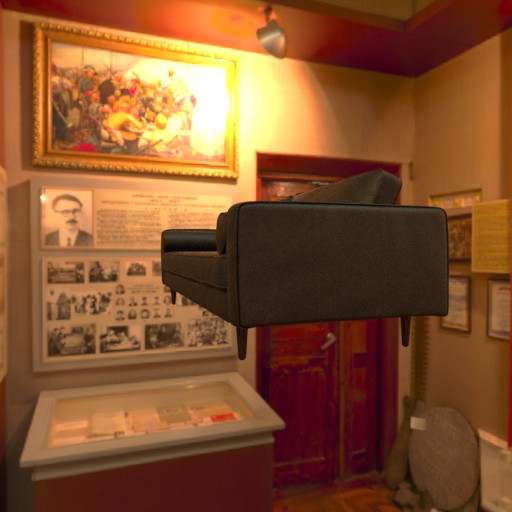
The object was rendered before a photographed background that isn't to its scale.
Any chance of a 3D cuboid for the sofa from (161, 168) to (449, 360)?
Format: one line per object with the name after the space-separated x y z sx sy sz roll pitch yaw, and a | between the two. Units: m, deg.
0.000 0.000 2.645 0.914 0.762 2.210 0 1 -19 | sofa
